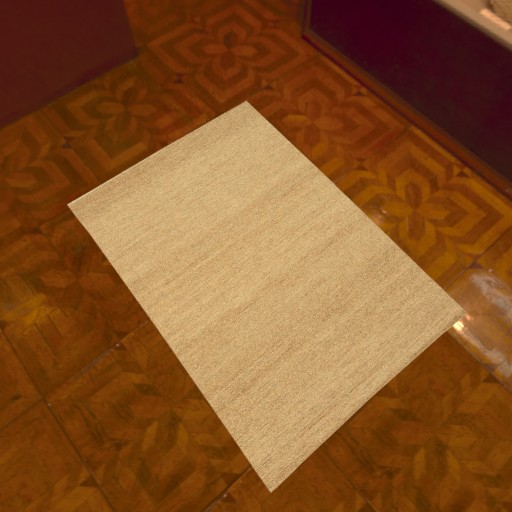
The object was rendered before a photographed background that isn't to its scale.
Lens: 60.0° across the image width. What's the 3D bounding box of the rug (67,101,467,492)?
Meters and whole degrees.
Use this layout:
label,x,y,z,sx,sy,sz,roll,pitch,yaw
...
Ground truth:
label,x,y,z,sx,sy,sz,roll,pitch,yaw
rug,0.000,0.000,2.944,1.596,0.030,2.283,-35,69,-16
